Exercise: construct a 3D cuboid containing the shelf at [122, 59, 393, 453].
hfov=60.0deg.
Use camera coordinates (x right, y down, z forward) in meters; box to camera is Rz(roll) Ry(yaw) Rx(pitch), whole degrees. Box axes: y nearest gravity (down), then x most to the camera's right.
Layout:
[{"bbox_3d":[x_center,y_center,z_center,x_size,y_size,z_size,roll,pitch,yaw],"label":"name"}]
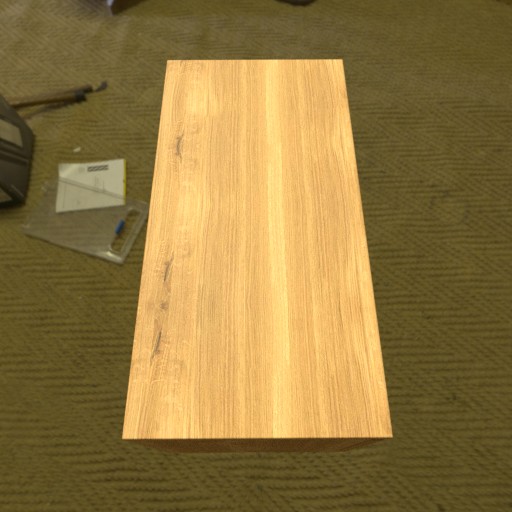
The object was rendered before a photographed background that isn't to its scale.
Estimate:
[{"bbox_3d":[0.000,0.000,1.009,0.400,0.400,0.800,0,63,0],"label":"shelf"}]
